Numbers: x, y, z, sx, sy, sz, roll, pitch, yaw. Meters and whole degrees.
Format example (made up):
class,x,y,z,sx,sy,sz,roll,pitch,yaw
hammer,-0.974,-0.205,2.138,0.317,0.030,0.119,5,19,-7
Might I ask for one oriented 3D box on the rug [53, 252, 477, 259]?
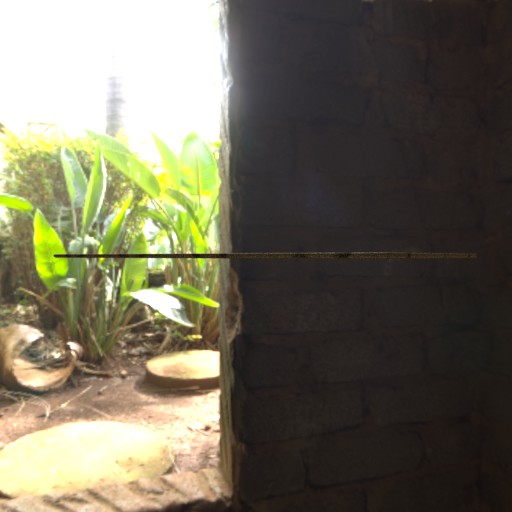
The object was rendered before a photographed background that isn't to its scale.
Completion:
class,x,y,z,sx,sy,sz,roll,pitch,yaw
rug,0.000,0.000,2.894,2.348,0.024,1.501,0,0,37
